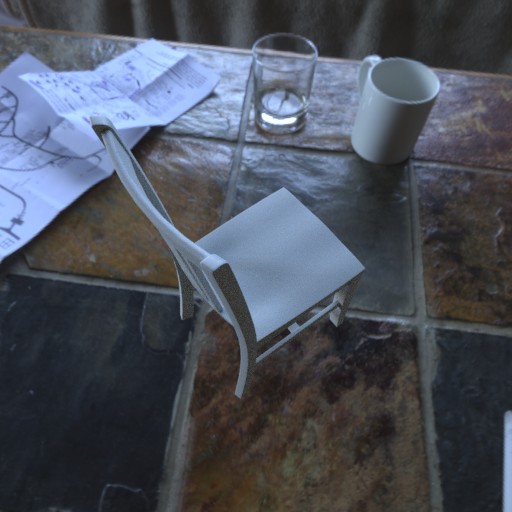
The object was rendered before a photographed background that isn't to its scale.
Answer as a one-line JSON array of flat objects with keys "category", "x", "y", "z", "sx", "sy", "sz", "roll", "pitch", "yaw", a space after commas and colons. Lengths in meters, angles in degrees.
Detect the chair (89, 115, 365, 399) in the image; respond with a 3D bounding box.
[{"category": "chair", "x": 0.000, "y": 0.000, "z": 1.306, "sx": 0.555, "sy": 0.998, "sz": 0.450, "roll": -33, "pitch": 64, "yaw": -18}]
